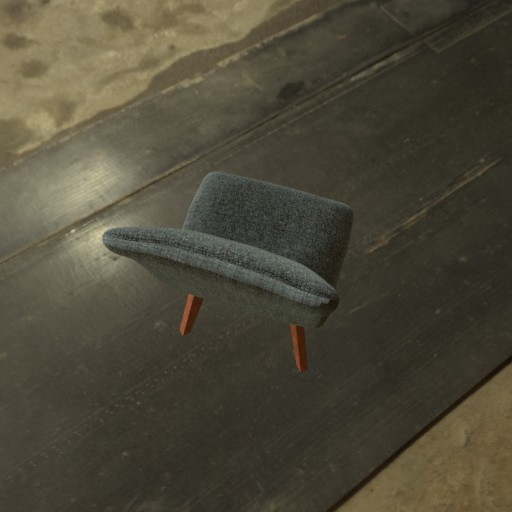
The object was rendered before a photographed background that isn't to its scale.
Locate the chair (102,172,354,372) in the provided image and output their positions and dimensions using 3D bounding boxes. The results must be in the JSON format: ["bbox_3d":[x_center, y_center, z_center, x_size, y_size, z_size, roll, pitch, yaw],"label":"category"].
[{"bbox_3d":[0.000,0.000,1.336,0.522,0.974,0.563,16,66,7],"label":"chair"}]
